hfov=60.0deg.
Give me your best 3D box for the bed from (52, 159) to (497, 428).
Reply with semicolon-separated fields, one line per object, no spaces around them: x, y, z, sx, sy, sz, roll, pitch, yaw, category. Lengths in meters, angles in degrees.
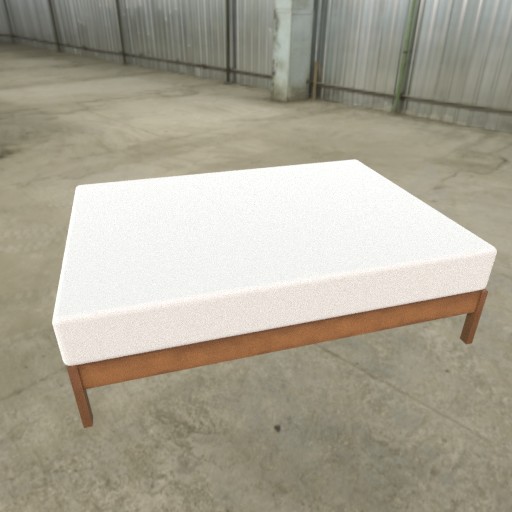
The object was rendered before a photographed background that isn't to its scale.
0.000;0.000;2.690;2.050;0.593;1.529;-8;31;-14;bed
